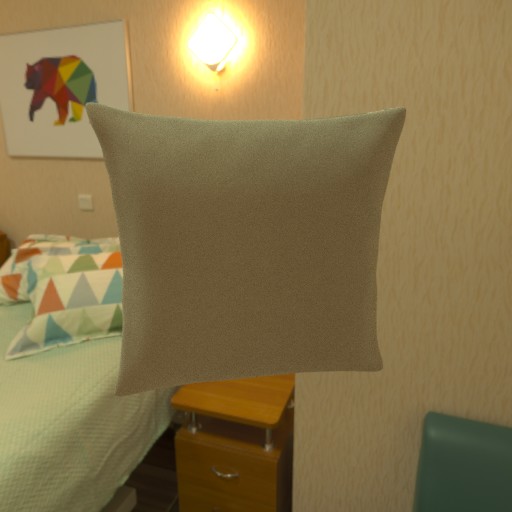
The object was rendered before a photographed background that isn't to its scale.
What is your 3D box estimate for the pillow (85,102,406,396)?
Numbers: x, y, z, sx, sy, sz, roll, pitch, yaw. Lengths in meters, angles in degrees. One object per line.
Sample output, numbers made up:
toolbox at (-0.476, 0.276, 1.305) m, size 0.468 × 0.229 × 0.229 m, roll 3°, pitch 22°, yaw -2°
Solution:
pillow at (0.000, 0.000, 0.784) m, size 0.525 × 0.508 × 0.166 m, roll -3°, pitch 15°, yaw -10°
